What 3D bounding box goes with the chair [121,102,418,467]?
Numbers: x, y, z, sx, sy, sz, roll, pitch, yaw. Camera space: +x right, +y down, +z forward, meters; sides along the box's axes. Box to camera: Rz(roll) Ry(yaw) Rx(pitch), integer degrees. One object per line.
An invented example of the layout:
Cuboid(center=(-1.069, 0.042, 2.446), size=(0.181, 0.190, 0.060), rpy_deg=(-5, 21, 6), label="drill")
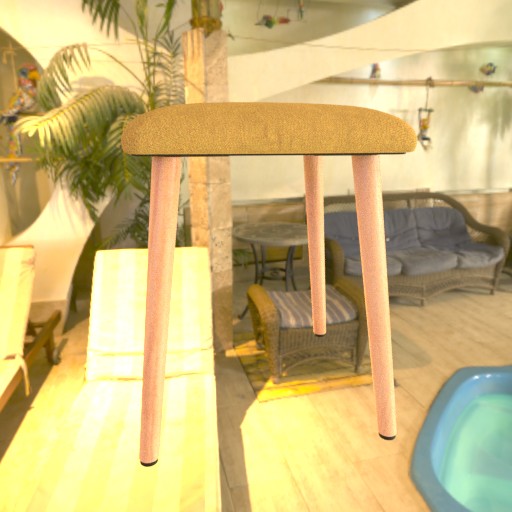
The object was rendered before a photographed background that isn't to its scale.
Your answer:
Cuboid(center=(0.000, 0.000, 0.681), size=(0.350, 0.440, 0.350), rpy_deg=(-2, 16, -9), label="chair")
